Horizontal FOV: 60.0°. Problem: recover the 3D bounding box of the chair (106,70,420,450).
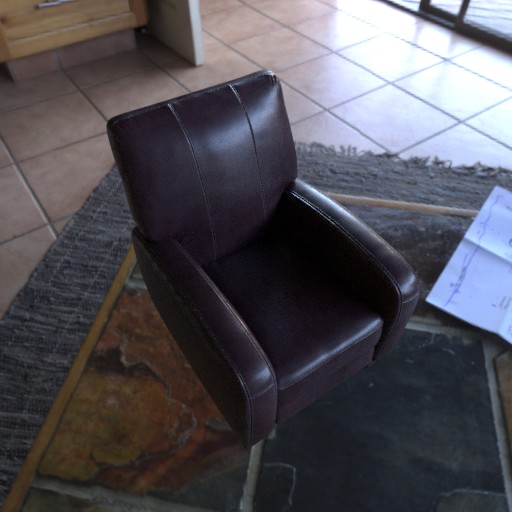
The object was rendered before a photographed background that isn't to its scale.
[{"bbox_3d":[0.000,0.000,1.662,0.762,0.990,0.990,-26,53,-22],"label":"chair"}]
